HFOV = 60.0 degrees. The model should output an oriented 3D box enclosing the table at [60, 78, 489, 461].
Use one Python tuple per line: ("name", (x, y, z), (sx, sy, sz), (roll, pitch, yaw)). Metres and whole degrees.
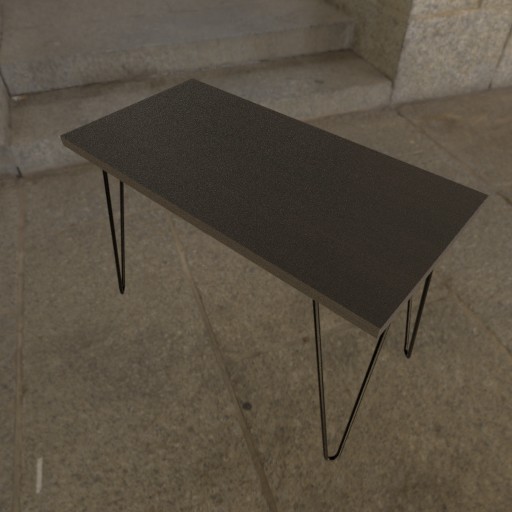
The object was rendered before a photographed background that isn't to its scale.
("table", (0.000, 0.000, 1.351), (0.991, 0.660, 0.499), (31, 52, 28))
